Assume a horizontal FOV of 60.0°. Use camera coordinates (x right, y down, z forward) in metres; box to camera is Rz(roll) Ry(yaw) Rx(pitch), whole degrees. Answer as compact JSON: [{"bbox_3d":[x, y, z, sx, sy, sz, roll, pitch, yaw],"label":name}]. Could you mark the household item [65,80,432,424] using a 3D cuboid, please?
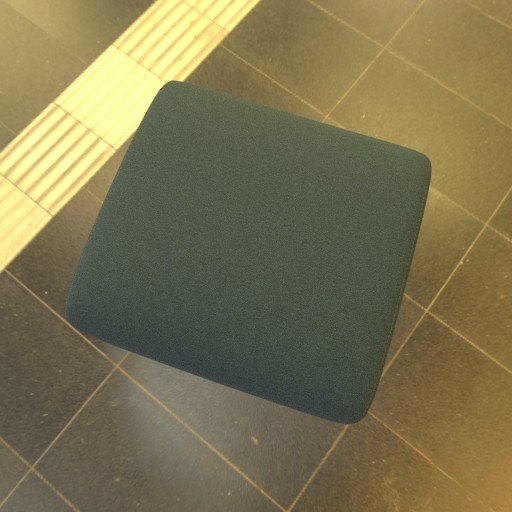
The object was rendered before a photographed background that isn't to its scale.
[{"bbox_3d":[0.000,0.000,0.900,0.530,0.420,0.530,18,76,5],"label":"household item"}]
